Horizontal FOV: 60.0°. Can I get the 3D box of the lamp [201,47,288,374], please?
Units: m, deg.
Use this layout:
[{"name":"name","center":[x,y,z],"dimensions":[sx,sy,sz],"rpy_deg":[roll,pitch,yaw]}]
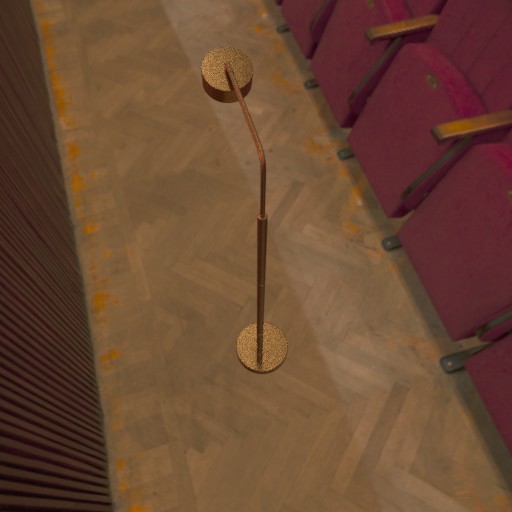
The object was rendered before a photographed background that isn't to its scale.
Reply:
[{"name":"lamp","center":[0.000,0.000,1.435],"dimensions":[0.219,1.230,0.418],"rpy_deg":[-13,60,-8]}]
